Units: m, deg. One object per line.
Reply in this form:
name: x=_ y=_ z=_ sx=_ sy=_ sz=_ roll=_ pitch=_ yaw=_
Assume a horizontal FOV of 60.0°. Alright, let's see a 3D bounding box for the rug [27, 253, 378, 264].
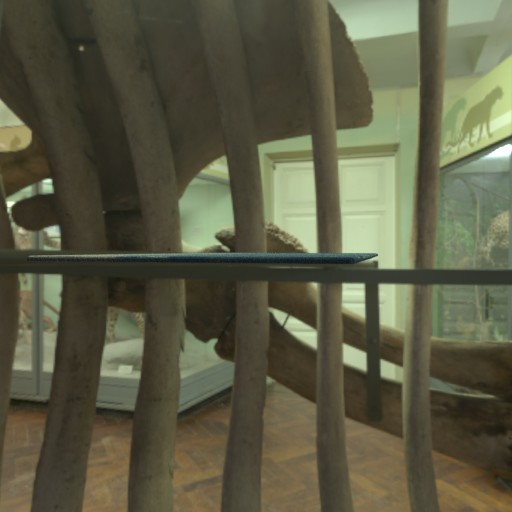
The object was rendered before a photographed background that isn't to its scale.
rug: x=0.000 y=0.000 z=3.013 sx=1.540 sy=0.027 sz=2.450 roll=0 pitch=1 yaw=17
